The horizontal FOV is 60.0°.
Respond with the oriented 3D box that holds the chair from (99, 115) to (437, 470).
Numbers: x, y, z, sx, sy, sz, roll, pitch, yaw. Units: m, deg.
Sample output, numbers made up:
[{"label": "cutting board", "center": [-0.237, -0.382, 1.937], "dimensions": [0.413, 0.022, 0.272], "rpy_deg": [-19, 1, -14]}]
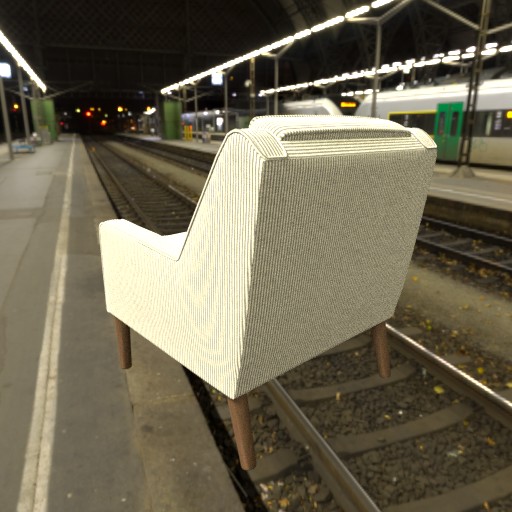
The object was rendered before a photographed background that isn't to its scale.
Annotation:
[{"label": "chair", "center": [0.000, 0.000, 1.322], "dimensions": [0.663, 0.792, 0.743], "rpy_deg": [-14, 22, -40]}]
